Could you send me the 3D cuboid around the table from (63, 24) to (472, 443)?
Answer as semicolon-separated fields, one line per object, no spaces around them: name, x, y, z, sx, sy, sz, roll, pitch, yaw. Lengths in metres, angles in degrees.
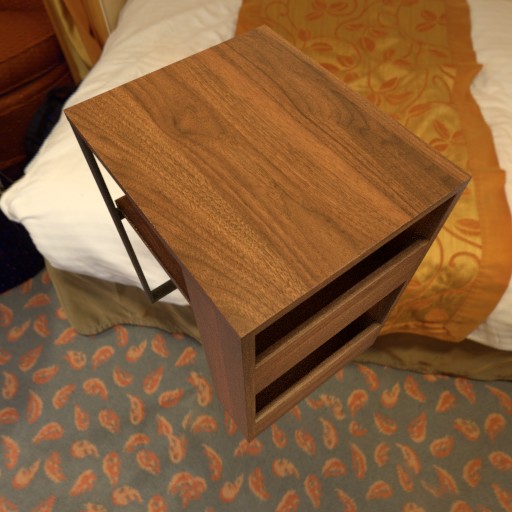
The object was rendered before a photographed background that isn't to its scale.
table;0.000;0.000;1.522;0.660;1.041;0.786;-32;63;-19
